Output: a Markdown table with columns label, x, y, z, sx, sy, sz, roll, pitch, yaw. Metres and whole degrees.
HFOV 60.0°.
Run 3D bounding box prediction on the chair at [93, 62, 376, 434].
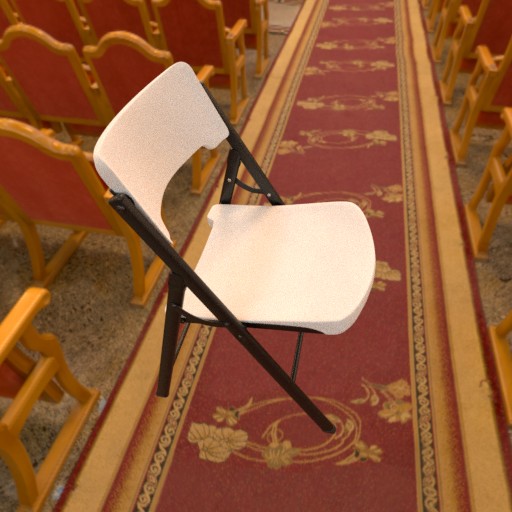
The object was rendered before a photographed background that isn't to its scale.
| label | x | y | z | sx | sy | sz | roll | pitch | yaw |
| --- | --- | --- | --- | --- | --- | --- | --- | --- | --- |
| chair | 0.000 | 0.000 | 1.109 | 0.577 | 0.765 | 0.482 | 9 | 46 | 9 |
